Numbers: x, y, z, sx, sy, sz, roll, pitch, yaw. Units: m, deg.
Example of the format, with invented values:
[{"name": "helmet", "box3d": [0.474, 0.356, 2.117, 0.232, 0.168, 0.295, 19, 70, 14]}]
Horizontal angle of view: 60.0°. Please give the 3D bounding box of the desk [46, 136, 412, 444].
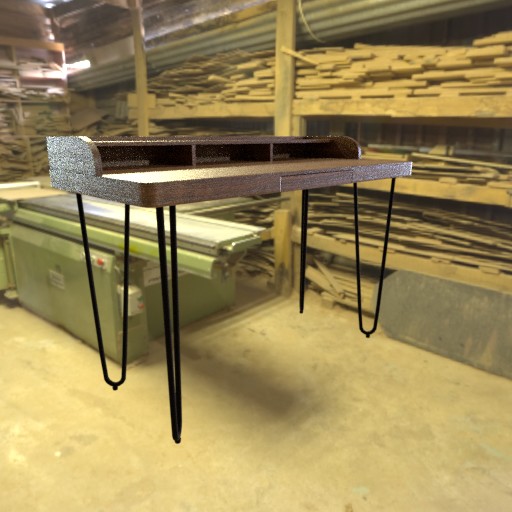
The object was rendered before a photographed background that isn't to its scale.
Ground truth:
[{"name": "desk", "box3d": [0.000, 0.000, 1.639, 1.200, 0.854, 0.565, -14, 21, -42]}]
